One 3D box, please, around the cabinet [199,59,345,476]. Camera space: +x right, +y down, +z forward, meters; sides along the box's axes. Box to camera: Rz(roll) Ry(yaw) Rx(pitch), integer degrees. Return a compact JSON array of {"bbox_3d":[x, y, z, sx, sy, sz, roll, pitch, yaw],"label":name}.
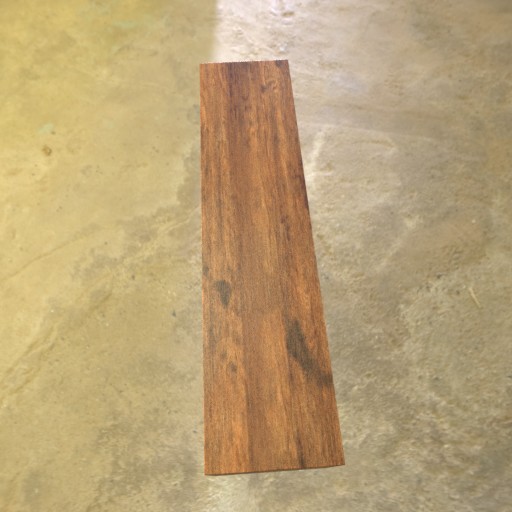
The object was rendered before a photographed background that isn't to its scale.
[{"bbox_3d":[0.000,0.000,1.651,0.349,0.528,1.448,-3,63,-2],"label":"cabinet"}]
